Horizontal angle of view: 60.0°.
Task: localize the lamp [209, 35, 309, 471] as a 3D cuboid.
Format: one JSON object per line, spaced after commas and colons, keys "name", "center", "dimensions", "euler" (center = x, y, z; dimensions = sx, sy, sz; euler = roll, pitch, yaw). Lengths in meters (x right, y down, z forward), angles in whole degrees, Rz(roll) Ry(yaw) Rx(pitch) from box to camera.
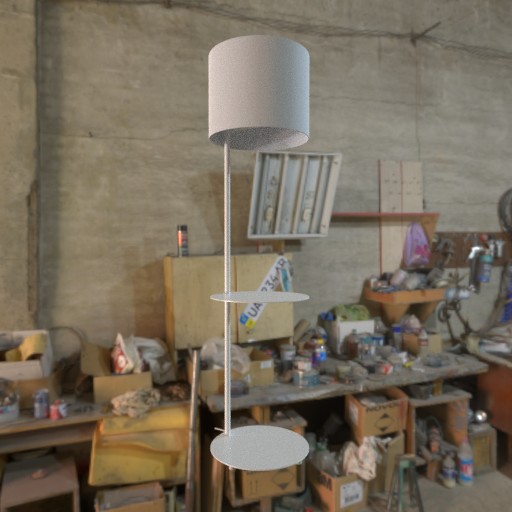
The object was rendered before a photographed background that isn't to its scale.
{"name": "lamp", "center": [0.000, 0.000, 1.668], "dimensions": [0.405, 1.465, 0.372], "euler": [1, 1, 36]}
